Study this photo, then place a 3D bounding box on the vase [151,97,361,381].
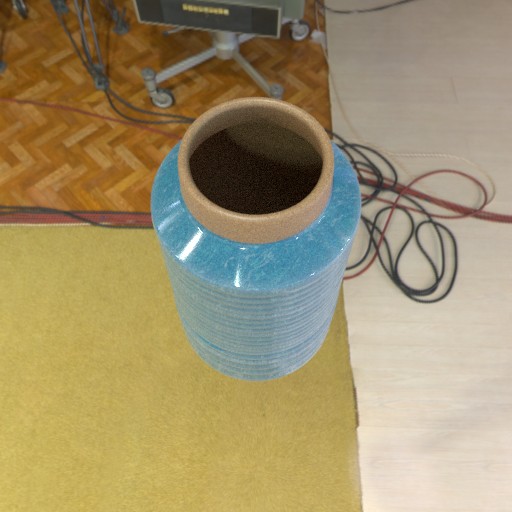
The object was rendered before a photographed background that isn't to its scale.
[{"bbox_3d":[0.000,0.000,0.374,0.163,0.267,0.163,0,64,0],"label":"vase"}]
